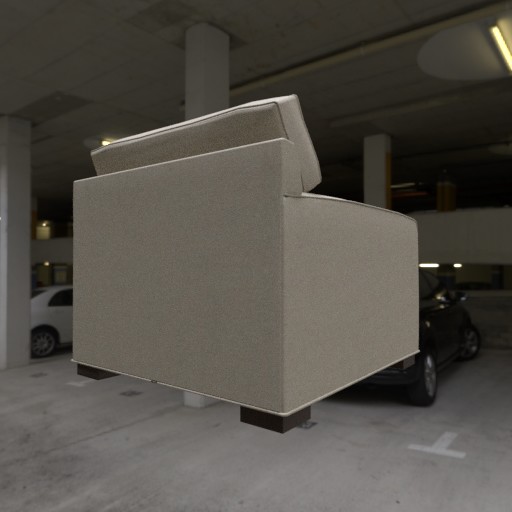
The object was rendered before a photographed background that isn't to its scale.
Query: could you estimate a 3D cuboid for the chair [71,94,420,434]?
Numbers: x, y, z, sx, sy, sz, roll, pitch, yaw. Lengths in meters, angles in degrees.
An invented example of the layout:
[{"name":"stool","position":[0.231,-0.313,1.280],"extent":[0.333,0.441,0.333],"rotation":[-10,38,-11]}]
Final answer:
[{"name":"chair","position":[0.000,0.000,1.809],"extent":[0.998,0.913,1.043],"rotation":[-1,-1,38]}]
